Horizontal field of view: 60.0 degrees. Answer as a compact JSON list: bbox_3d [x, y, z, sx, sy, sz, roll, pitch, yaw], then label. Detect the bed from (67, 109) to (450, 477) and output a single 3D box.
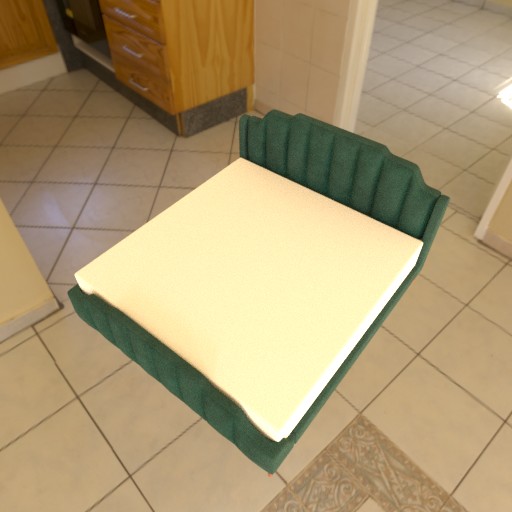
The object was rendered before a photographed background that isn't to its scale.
[{"bbox_3d":[0.000,0.000,3.581,2.074,1.245,2.340,30,53,25],"label":"bed"}]
